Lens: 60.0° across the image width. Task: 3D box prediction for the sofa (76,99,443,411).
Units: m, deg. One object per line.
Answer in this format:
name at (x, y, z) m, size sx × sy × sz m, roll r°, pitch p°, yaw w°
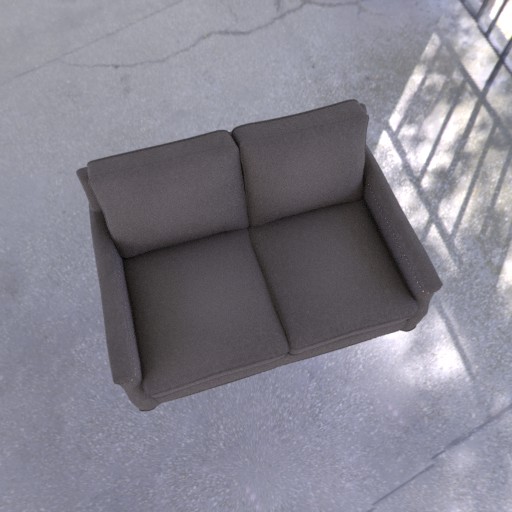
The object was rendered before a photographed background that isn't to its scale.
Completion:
sofa at (0.000, 0.000, 2.321) m, size 1.597 × 1.003 × 1.084 m, roll -15°, pitch 65°, yaw -7°
